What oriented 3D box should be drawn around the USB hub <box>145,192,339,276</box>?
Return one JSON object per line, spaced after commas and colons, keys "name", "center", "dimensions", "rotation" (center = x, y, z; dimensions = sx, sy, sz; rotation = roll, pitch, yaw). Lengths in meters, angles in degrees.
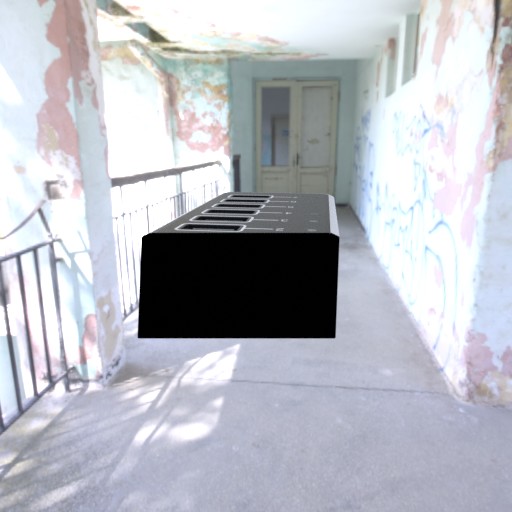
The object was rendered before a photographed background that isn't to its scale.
{"name": "USB hub", "center": [0.000, 0.000, 0.125], "dimensions": [0.044, 0.023, 0.110], "rotation": [2, 15, 8]}
